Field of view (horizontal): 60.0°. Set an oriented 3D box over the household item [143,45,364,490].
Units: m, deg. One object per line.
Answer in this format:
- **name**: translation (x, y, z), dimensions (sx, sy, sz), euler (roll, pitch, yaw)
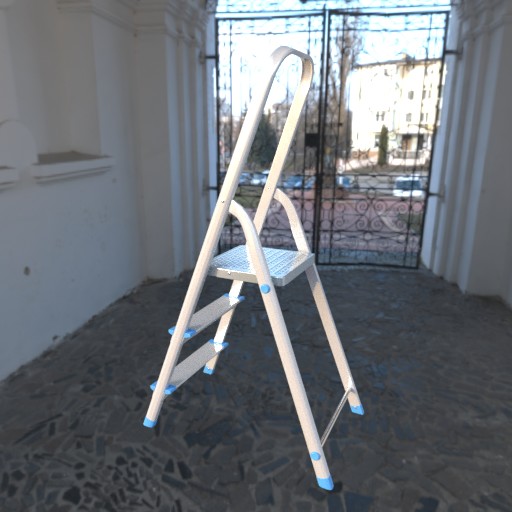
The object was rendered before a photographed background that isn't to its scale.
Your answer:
- **household item**: translation (0.000, 0.000, 1.437), dimensions (0.687, 1.215, 0.420), euler (7, 17, 25)
